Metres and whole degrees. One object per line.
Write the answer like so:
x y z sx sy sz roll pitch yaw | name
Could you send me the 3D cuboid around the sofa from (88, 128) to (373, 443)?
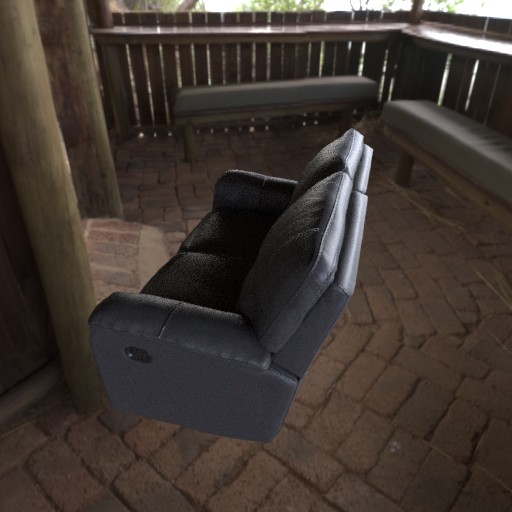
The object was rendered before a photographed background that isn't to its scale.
0.000 0.000 2.442 1.104 1.111 1.765 8 32 13 | sofa
